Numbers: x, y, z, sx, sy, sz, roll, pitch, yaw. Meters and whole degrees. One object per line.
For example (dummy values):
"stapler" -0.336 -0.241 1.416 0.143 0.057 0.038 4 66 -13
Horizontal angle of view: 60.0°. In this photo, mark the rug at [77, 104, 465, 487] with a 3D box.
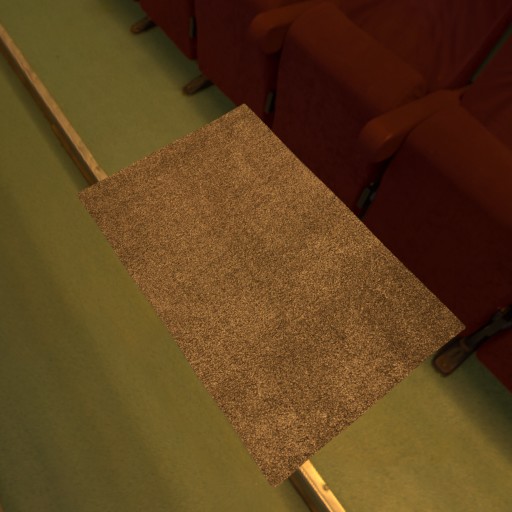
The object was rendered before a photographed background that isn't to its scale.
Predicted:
"rug" 0.000 0.000 2.979 1.501 0.025 2.352 -33 68 -16
